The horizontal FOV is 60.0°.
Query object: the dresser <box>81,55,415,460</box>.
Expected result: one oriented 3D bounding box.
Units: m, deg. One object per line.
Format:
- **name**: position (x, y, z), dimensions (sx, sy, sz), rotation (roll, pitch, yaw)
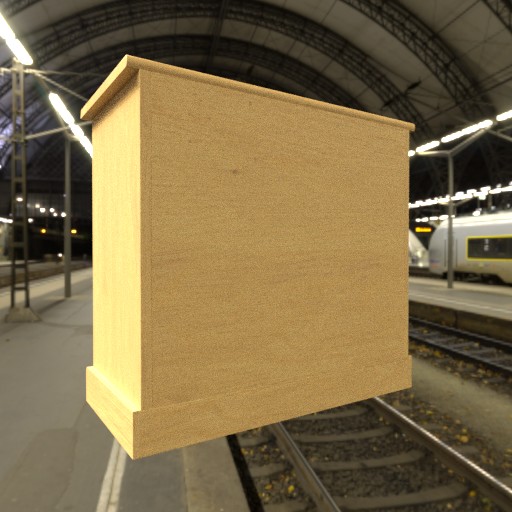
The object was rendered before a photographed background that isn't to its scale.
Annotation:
- **dresser**: position (0.000, 0.000, 1.342), dimensions (0.915, 0.835, 0.440), rotation (-1, 1, -33)
